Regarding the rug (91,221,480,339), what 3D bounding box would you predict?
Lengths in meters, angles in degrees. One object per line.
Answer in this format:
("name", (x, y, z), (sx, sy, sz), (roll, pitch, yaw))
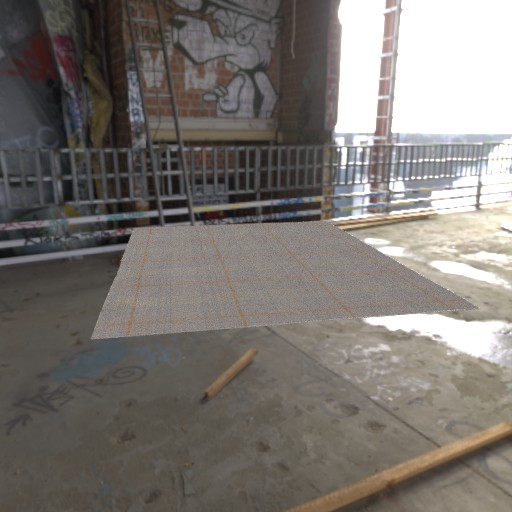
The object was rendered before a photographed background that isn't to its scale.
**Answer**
("rug", (0.000, 0.000, 4.137), (2.448, 0.021, 3.051), (-3, 16, -10))
